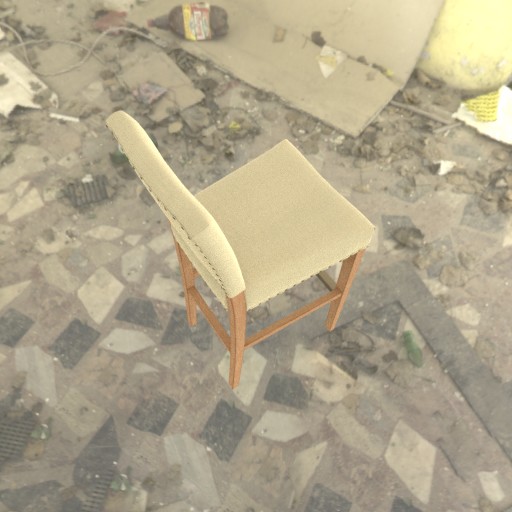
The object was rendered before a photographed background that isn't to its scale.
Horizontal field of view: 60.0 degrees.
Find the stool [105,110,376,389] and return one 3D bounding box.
[{"bbox_3d":[0.000,0.000,1.423,0.546,1.143,0.428,-31,64,-17],"label":"stool"}]
